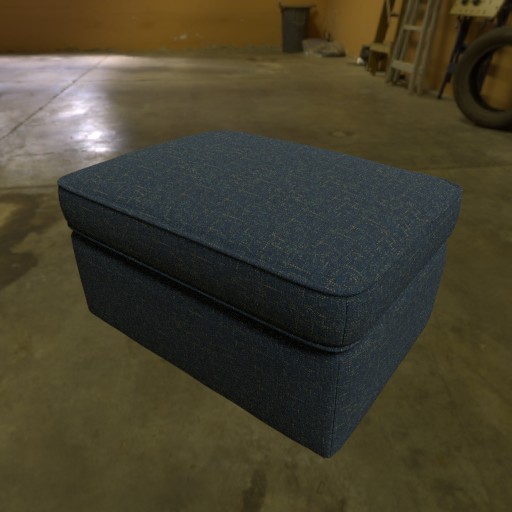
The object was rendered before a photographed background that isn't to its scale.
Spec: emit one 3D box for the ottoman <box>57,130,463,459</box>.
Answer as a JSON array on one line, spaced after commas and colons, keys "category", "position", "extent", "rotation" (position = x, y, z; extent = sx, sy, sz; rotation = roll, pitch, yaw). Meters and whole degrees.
[{"category": "ottoman", "position": [0.000, 0.000, 1.046], "extent": [0.749, 0.450, 0.549], "rotation": [21, 36, 32]}]
